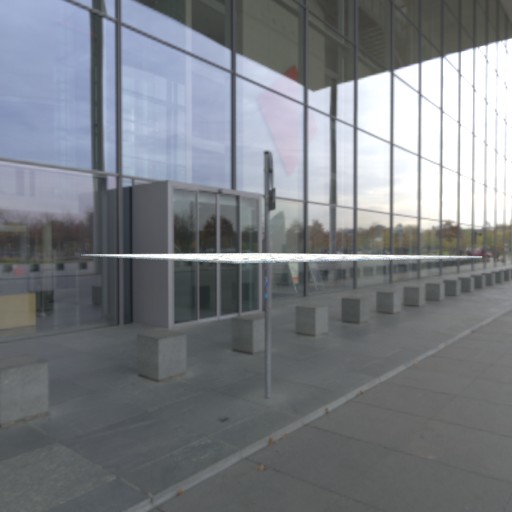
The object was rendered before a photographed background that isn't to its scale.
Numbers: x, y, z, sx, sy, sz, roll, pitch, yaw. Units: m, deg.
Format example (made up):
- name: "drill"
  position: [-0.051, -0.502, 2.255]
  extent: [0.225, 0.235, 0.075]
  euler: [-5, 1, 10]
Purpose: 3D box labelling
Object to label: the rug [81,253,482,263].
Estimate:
- name: "rug"
  position: [0.000, 0.000, 4.204]
  extent: [2.441, 0.013, 3.056]
  euler: [-1, 1, -35]
